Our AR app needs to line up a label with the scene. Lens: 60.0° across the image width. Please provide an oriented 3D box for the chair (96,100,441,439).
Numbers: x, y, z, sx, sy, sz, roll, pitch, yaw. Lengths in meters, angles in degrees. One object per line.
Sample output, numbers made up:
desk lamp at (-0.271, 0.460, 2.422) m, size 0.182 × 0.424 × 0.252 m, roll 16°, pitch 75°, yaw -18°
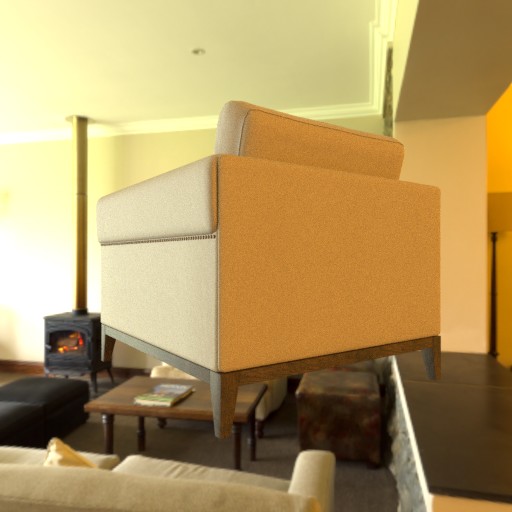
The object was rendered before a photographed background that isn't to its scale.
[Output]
chair at (0.000, 0.000, 1.651) m, size 0.914 × 0.838 × 0.959 m, roll 0°, pitch 0°, yaw -35°
